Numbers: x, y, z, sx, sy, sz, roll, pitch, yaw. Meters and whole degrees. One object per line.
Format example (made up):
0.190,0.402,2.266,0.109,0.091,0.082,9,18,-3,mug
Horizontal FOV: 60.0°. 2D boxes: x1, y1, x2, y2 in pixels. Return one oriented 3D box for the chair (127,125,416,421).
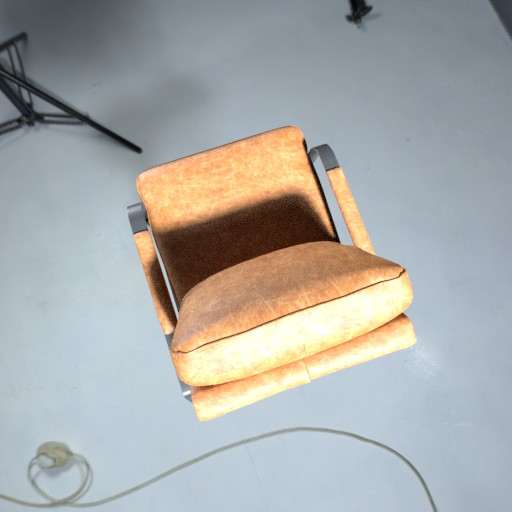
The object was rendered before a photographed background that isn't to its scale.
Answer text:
0.000,0.000,1.373,0.651,0.777,0.801,-19,75,-5,chair
